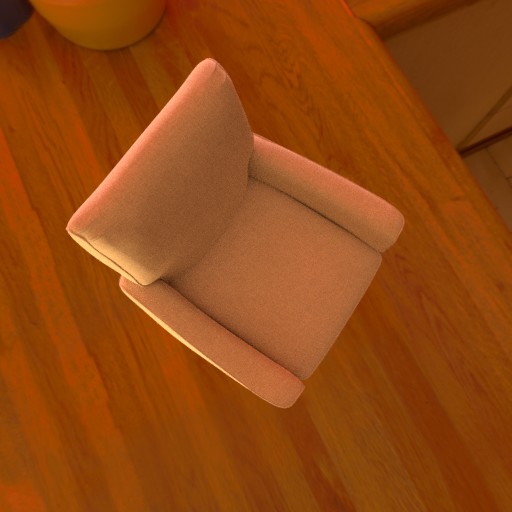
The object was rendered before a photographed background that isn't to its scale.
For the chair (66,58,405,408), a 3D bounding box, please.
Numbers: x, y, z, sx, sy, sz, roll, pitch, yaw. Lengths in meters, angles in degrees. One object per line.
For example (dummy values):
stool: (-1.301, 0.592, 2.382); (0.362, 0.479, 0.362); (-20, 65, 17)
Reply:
chair: (0.000, 0.000, 1.691); (0.859, 1.023, 0.845); (33, 78, 8)
